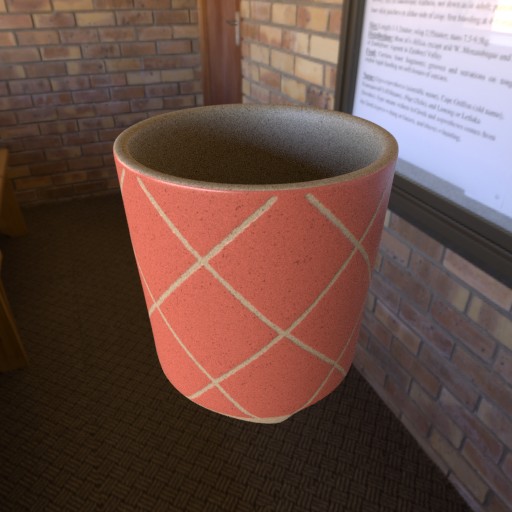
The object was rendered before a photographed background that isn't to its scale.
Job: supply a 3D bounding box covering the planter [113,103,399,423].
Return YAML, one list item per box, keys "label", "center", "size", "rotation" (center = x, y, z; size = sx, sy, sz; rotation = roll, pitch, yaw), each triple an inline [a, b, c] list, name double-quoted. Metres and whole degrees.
- label: "planter"
  center: [0.000, 0.000, 0.426]
  size: [0.227, 0.235, 0.227]
  rotation: [0, 32, 0]
